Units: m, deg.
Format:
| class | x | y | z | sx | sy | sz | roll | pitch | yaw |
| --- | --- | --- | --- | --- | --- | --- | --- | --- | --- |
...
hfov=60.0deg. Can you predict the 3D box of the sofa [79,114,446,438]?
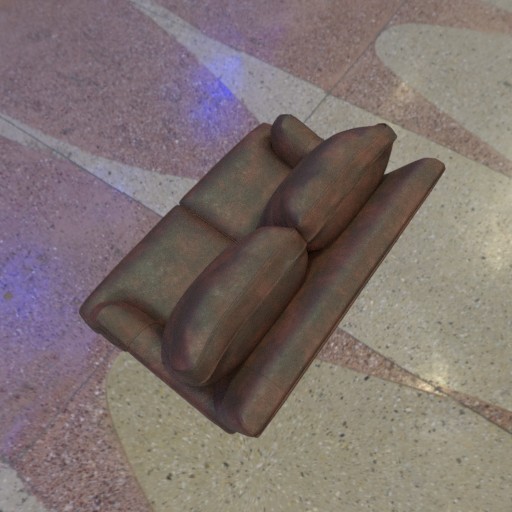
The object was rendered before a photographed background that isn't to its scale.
| class | x | y | z | sx | sy | sz | roll | pitch | yaw |
| --- | --- | --- | --- | --- | --- | --- | --- | --- | --- |
| sofa | 0.000 | 0.000 | 2.376 | 1.148 | 1.070 | 1.628 | 34 | 69 | 15 |
